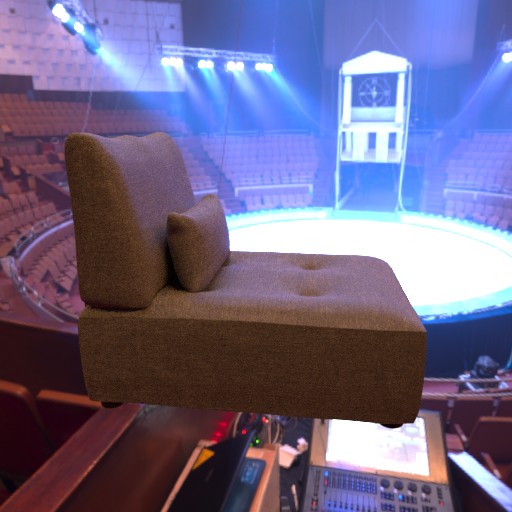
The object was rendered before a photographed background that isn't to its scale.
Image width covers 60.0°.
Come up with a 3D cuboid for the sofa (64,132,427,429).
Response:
[{"bbox_3d":[0.000,0.000,1.520,1.000,0.820,0.700,2,16,7],"label":"sofa"}]
